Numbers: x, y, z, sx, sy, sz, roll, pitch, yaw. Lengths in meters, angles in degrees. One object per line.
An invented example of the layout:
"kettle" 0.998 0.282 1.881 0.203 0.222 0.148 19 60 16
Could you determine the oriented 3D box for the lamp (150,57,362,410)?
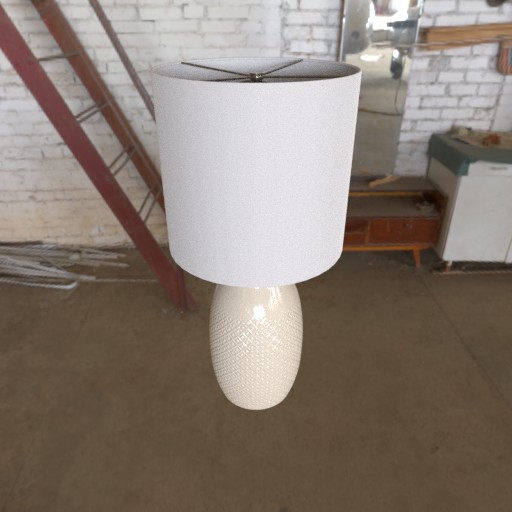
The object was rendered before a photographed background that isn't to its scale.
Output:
"lamp" 0.000 0.000 0.574 0.217 0.453 0.217 17 34 28
